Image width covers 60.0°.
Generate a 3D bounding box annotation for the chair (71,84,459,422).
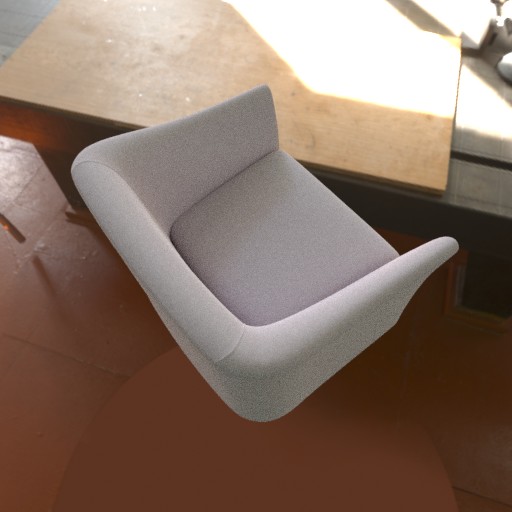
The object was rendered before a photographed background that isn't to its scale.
[{"bbox_3d":[0.000,0.000,1.333,0.700,0.720,0.790,-34,65,-19],"label":"chair"}]
